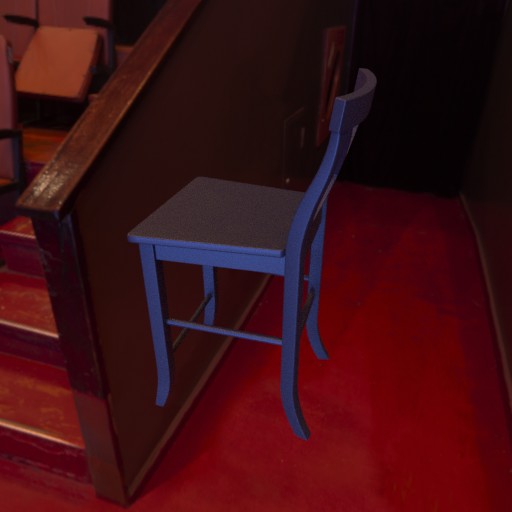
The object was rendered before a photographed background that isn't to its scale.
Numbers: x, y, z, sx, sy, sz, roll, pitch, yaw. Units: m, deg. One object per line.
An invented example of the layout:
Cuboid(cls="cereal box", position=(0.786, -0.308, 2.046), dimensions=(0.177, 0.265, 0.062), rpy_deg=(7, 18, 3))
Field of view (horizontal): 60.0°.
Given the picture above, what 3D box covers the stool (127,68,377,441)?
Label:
Cuboid(cls="stool", position=(0.000, 0.000, 1.302), dimensions=(0.559, 0.989, 0.452), rpy_deg=(9, 31, 15))
